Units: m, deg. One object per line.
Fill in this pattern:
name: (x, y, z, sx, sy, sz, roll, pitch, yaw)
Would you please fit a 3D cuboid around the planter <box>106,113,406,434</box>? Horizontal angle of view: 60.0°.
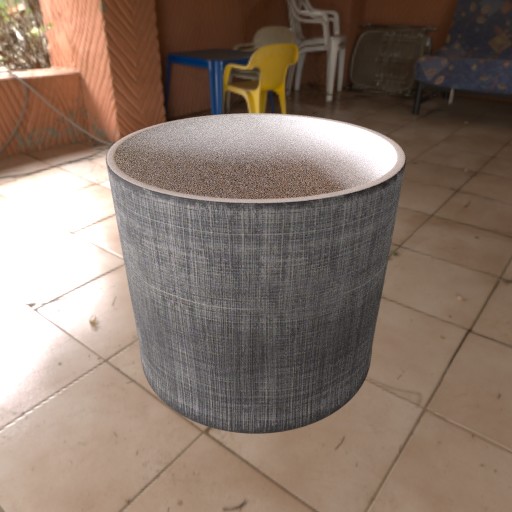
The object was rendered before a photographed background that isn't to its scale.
planter: (0.000, 0.000, 0.313, 0.178, 0.157, 0.178, 0, 30, 0)
